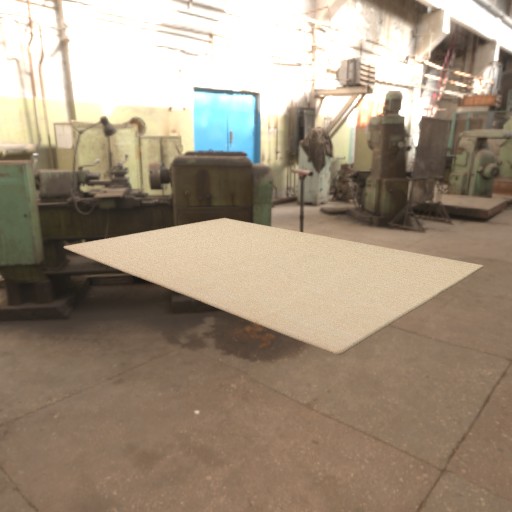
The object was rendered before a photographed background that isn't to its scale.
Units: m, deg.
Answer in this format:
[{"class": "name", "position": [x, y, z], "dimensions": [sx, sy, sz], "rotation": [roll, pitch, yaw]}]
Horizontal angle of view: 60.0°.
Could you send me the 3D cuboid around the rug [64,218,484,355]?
[{"class": "rug", "position": [0.000, 0.000, 2.311], "dimensions": [1.848, 0.014, 1.238], "rotation": [14, 21, 42]}]
